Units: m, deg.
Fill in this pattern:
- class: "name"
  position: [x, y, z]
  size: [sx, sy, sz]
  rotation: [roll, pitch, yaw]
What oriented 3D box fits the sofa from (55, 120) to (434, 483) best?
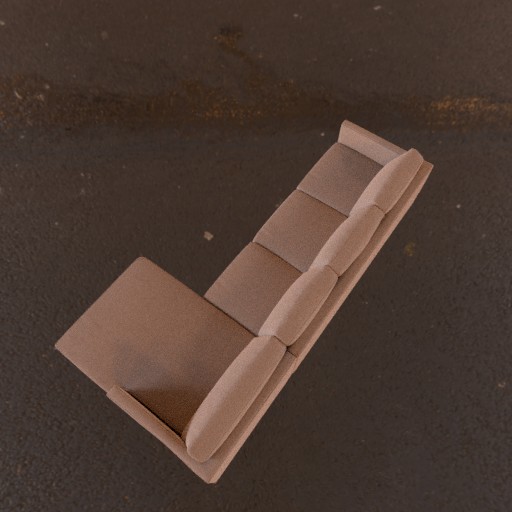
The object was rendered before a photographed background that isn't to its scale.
- class: "sofa"
  position: [0.000, 0.000, 3.822]
  size: [1.625, 0.861, 3.186]
  rotation: [34, 68, 16]
